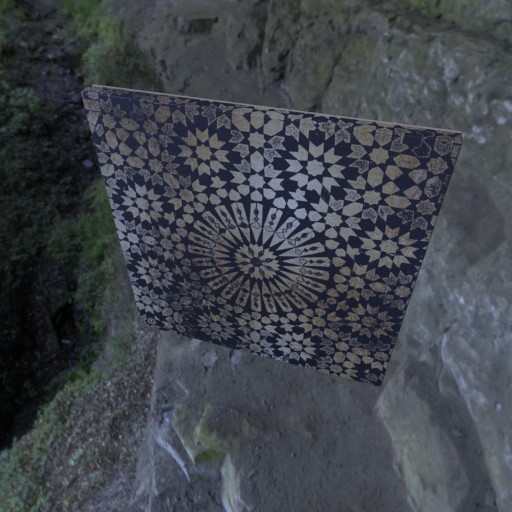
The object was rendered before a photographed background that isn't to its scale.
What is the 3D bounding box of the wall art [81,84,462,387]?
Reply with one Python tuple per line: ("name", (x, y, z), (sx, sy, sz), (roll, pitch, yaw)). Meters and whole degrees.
("wall art", (0.000, 0.000, 0.897), (0.612, 0.612, 0.038), (12, 43, 13))
